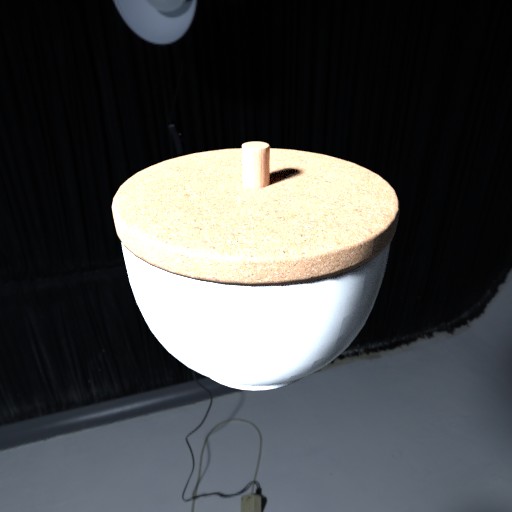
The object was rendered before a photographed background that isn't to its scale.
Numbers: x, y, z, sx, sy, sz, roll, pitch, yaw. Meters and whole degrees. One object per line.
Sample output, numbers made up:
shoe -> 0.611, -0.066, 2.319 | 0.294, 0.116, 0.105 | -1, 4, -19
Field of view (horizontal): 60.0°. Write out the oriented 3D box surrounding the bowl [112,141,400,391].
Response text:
bowl -> 0.000, 0.000, 0.218 | 0.126, 0.110, 0.126 | 0, 30, 0
